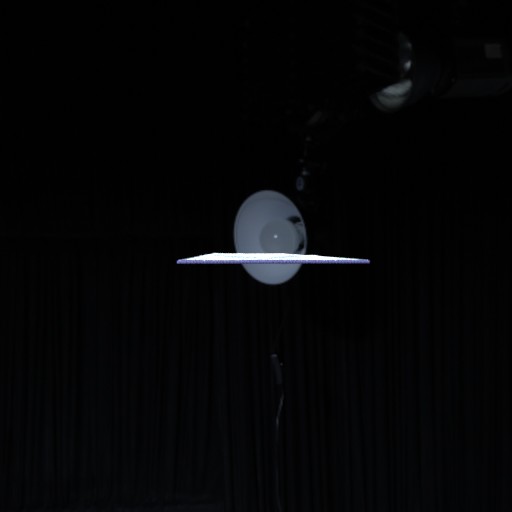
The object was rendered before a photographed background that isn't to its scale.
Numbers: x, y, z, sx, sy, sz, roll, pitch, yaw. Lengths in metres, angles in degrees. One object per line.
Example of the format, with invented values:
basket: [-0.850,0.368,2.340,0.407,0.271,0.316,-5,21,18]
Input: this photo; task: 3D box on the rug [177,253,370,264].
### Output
rug: [0.000,0.000,2.498,0.602,0.016,2.283,0,1,-3]
